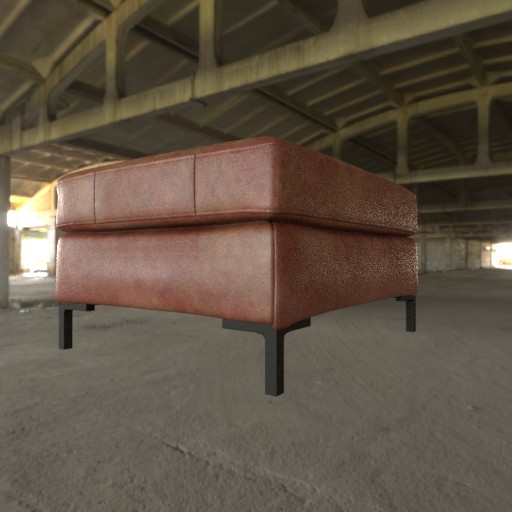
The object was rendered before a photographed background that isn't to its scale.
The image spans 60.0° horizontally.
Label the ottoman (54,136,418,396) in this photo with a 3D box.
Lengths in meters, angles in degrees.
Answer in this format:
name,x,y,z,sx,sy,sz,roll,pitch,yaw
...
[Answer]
name,x,y,z,sx,sy,sz,roll,pitch,yaw
ottoman,0.000,0.000,1.781,0.965,0.667,1.186,0,0,36
